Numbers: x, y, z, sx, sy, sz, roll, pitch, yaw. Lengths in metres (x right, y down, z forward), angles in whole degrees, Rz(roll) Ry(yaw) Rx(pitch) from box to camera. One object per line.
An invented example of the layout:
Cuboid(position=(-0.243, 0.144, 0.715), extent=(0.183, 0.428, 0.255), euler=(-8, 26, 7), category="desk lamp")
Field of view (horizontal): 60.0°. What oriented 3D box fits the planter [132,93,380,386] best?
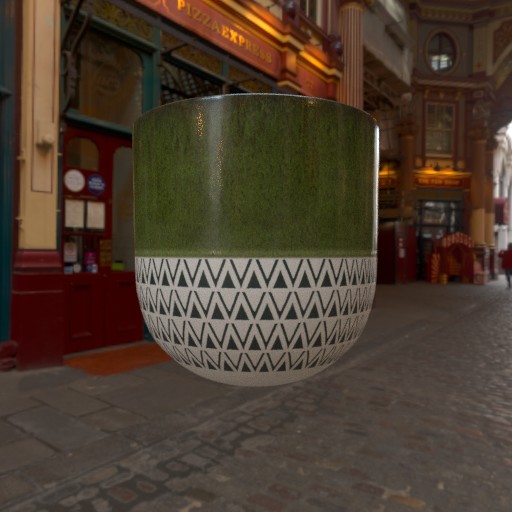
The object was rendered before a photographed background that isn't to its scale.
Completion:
Cuboid(position=(0.000, 0.000, 0.496), extent=(0.266, 0.270, 0.266), euler=(0, 1, 0), category="planter")
